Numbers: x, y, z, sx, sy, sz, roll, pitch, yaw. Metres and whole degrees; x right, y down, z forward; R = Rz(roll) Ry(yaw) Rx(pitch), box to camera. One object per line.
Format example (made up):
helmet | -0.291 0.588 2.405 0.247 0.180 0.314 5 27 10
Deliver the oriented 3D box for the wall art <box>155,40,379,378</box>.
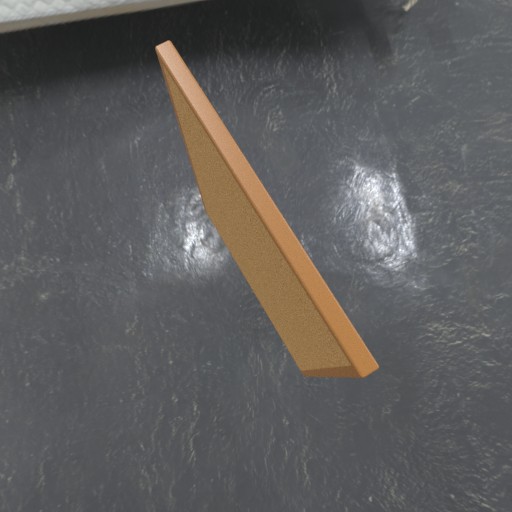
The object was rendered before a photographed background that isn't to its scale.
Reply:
wall art | 0.000 0.000 0.758 0.022 0.553 0.452 -30 77 -8
